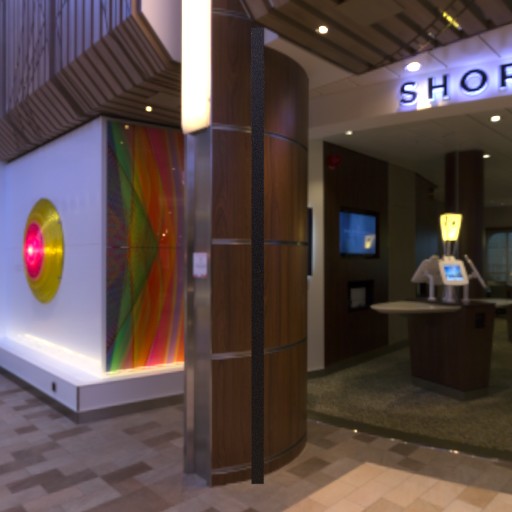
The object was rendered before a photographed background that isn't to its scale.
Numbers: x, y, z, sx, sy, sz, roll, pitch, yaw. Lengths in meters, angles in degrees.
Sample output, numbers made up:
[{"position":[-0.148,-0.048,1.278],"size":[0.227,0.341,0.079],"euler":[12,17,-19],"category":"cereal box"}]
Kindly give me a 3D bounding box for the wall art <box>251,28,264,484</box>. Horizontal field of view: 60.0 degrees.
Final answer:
[{"position":[0.000,0.000,1.188],"size":[0.022,0.807,0.807],"euler":[0,0,0],"category":"wall art"}]
